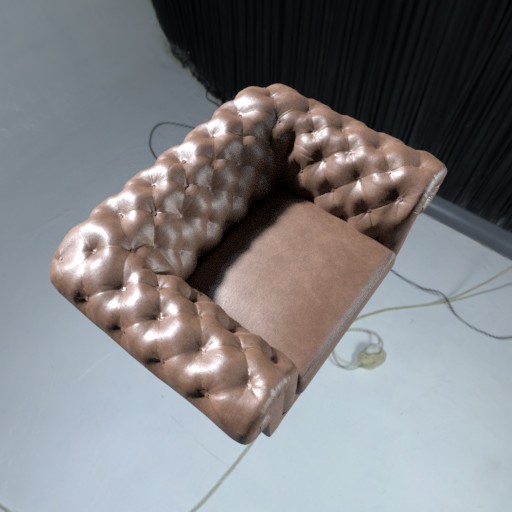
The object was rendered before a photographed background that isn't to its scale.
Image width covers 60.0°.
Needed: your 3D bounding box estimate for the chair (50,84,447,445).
[{"bbox_3d":[0.000,0.000,1.862,0.954,0.784,1.298,33,63,19],"label":"chair"}]
